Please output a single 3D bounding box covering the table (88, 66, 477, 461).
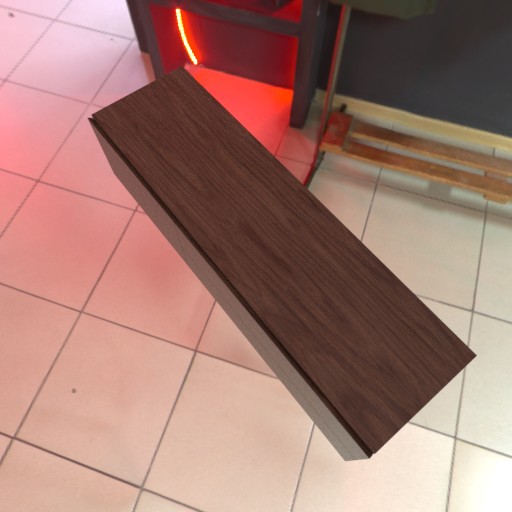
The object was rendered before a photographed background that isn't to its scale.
[{"bbox_3d":[0.000,0.000,1.601,0.405,0.508,1.397,-36,69,-16],"label":"table"}]
